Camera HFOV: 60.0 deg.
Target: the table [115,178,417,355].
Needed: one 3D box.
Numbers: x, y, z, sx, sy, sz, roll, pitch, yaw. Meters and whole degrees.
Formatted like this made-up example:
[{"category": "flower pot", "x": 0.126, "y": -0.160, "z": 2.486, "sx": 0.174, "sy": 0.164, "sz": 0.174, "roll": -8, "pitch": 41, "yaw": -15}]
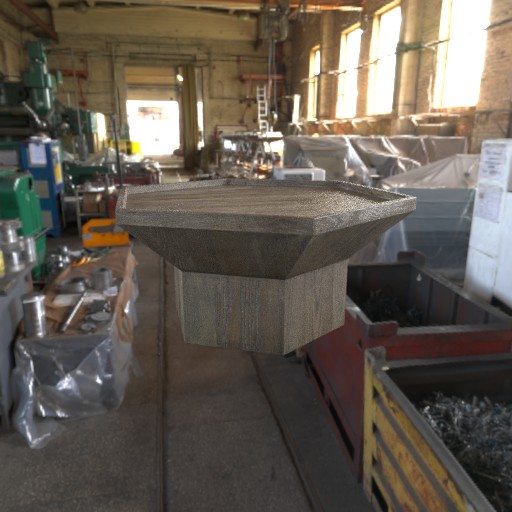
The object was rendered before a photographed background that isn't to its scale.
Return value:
[{"category": "table", "x": 0.000, "y": 0.000, "z": 1.688, "sx": 1.115, "sy": 0.488, "sz": 0.966, "roll": -15, "pitch": 21, "yaw": -43}]
